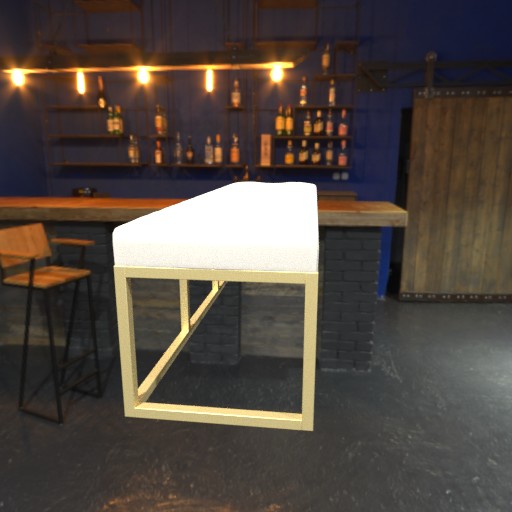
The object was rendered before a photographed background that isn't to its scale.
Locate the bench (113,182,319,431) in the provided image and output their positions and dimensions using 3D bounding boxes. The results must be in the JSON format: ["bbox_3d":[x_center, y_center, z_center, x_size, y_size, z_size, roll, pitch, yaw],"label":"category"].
[{"bbox_3d":[0.000,0.000,1.710,0.457,0.484,1.473,2,13,7],"label":"bench"}]
